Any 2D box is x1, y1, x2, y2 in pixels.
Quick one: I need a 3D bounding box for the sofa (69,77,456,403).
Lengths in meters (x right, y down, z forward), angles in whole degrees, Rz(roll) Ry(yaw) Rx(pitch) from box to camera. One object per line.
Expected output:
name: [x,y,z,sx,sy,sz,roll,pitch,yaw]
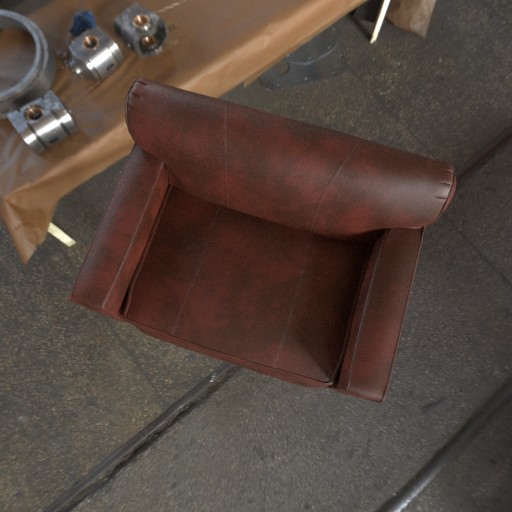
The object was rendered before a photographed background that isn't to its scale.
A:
sofa: [0.000,0.000,2.076,1.413,0.956,1.000,17,76,5]
